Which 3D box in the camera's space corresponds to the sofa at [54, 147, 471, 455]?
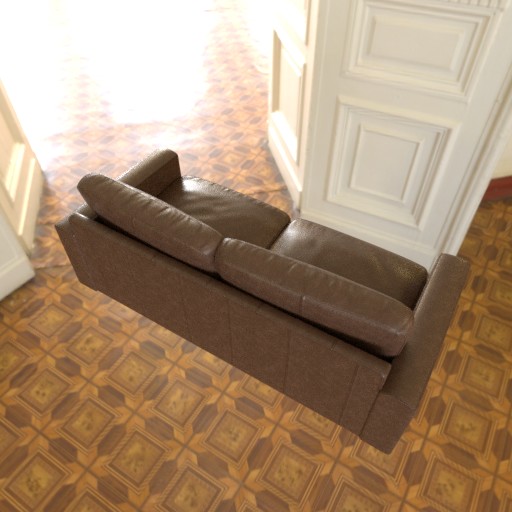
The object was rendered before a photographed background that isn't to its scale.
[{"bbox_3d":[0.000,0.000,2.600,2.179,0.873,1.016,24,51,21],"label":"sofa"}]
